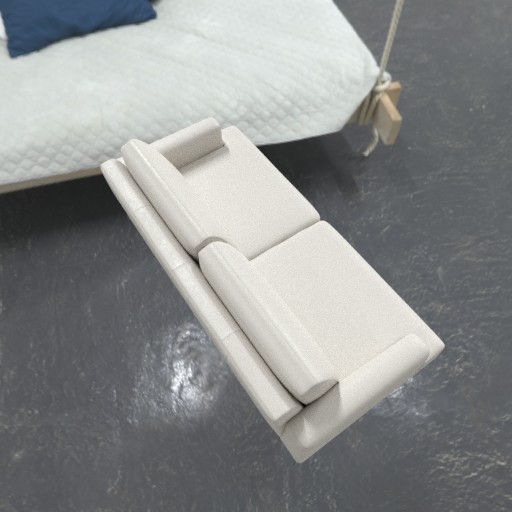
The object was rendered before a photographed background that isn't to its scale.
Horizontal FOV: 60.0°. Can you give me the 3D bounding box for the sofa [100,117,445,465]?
[{"bbox_3d":[0.000,0.000,2.447,0.974,0.765,1.940,-30,63,-18],"label":"sofa"}]
